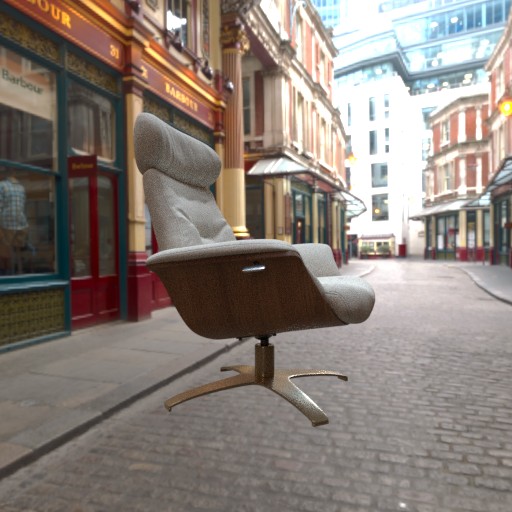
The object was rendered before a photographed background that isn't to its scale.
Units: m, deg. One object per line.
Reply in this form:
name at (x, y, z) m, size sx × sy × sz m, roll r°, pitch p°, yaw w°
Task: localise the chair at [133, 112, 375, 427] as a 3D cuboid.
chair at (0.000, 0.000, 1.611) m, size 0.837 × 0.995 × 0.785 m, roll 0°, pitch 0°, yaw 18°
